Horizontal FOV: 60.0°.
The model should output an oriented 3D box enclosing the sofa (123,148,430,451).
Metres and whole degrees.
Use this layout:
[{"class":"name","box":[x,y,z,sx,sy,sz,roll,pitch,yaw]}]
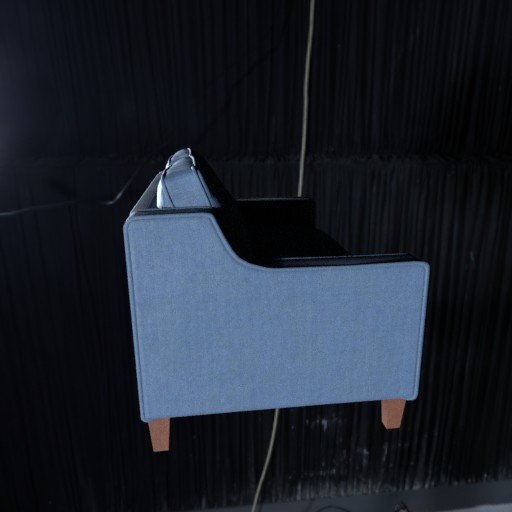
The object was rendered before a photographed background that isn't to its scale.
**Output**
[{"class":"sofa","box":[0.000,0.000,2.134,0.987,0.971,1.501,-2,16,-8]}]
